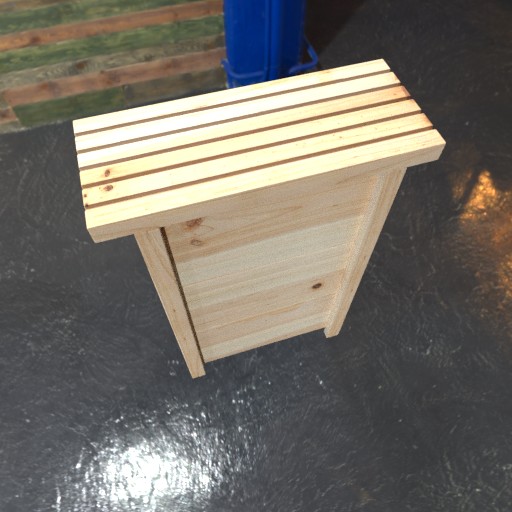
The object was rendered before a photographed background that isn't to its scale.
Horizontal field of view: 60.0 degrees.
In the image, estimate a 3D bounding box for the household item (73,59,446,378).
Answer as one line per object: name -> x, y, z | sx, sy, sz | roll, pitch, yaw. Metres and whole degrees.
household item -> 0.000, 0.000, 0.556 | 0.301, 0.407, 0.123 | -15, 59, -9
